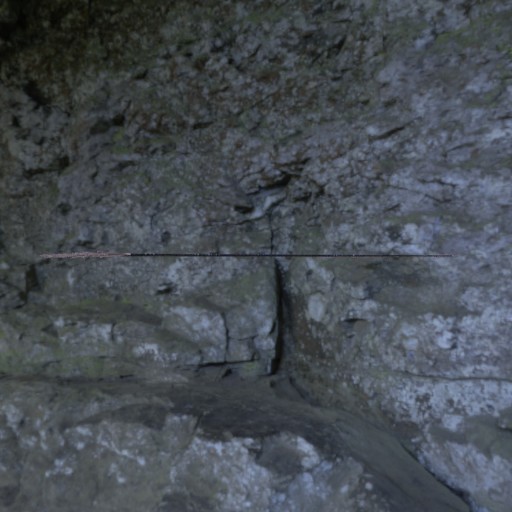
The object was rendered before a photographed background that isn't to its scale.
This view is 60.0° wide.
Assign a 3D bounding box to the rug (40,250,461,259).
[{"bbox_3d":[0.000,0.000,2.461,2.021,0.027,1.224,0,0,-34],"label":"rug"}]
